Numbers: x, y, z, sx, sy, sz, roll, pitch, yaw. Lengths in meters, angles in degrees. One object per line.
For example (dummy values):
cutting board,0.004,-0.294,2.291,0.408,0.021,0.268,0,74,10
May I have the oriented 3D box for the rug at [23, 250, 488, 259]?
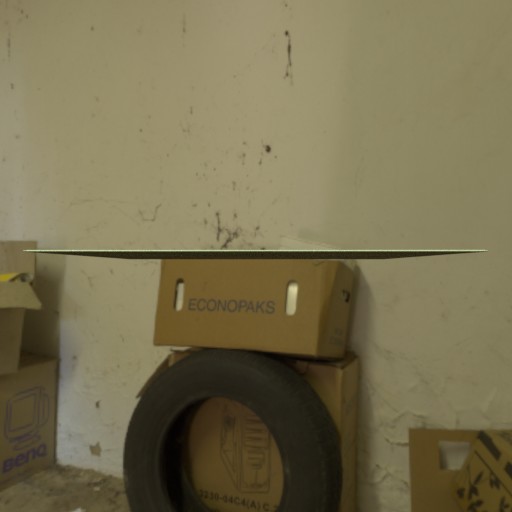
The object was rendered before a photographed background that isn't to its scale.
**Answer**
rug,0.000,0.000,4.014,2.980,0.012,2.363,0,-2,0
